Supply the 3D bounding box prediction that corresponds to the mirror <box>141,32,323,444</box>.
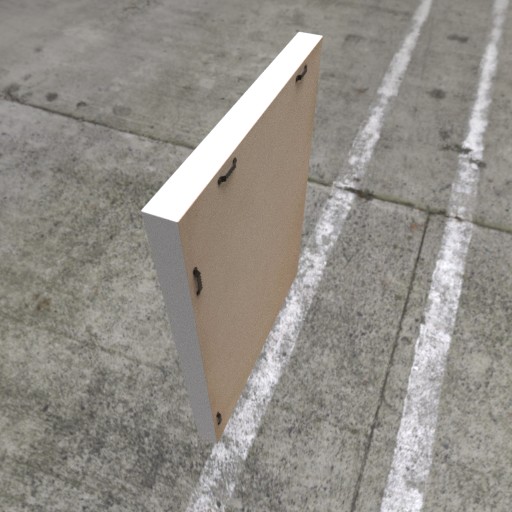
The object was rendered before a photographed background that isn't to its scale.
[{"bbox_3d":[0.000,0.000,0.679,0.041,0.508,0.405,17,50,15],"label":"mirror"}]
